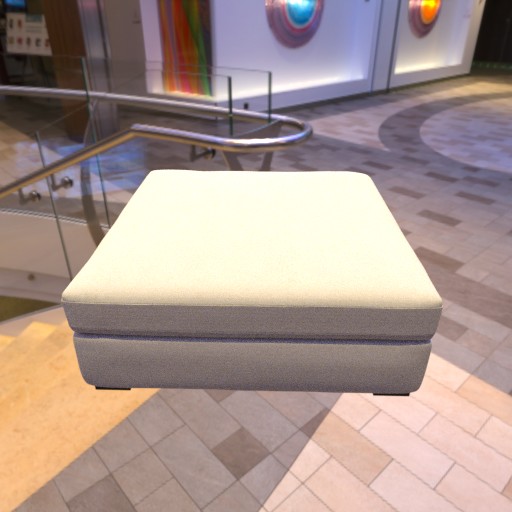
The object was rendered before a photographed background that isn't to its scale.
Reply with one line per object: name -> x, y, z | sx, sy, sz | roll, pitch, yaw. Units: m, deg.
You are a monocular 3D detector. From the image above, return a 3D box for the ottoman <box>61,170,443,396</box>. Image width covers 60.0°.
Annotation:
ottoman -> 0.000, 0.000, 1.868 | 1.167, 0.482, 1.163 | 1, 29, 1
